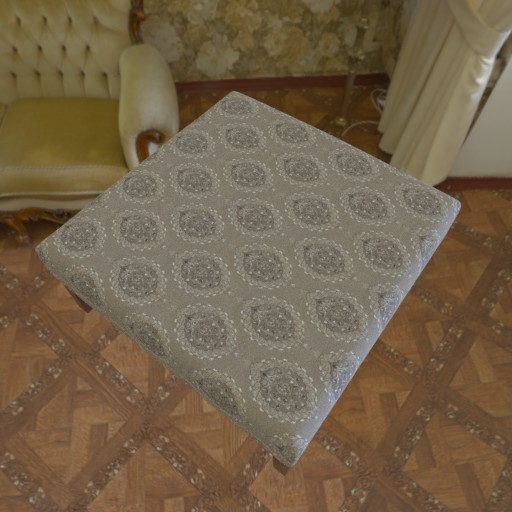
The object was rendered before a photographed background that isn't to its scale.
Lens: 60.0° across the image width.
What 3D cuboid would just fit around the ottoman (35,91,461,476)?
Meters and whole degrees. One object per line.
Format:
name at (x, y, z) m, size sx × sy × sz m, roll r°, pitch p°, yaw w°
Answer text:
ottoman at (0.000, 0.000, 1.408) m, size 0.890 × 0.411 × 0.889 m, roll 33°, pitch 63°, yaw 19°
